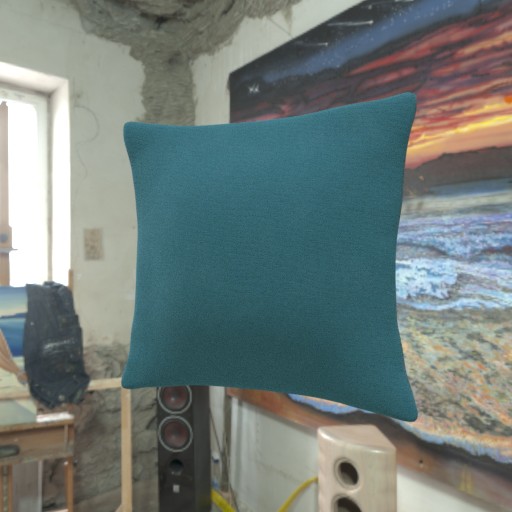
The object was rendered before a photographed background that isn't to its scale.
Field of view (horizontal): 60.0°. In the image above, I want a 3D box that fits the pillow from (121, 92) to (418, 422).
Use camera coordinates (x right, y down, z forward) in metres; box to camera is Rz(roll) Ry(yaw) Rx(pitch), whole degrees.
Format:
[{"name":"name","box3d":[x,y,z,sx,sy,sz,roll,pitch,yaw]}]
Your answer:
[{"name":"pillow","box3d":[0.000,0.000,0.630,0.433,0.415,0.151,0,0,18]}]
